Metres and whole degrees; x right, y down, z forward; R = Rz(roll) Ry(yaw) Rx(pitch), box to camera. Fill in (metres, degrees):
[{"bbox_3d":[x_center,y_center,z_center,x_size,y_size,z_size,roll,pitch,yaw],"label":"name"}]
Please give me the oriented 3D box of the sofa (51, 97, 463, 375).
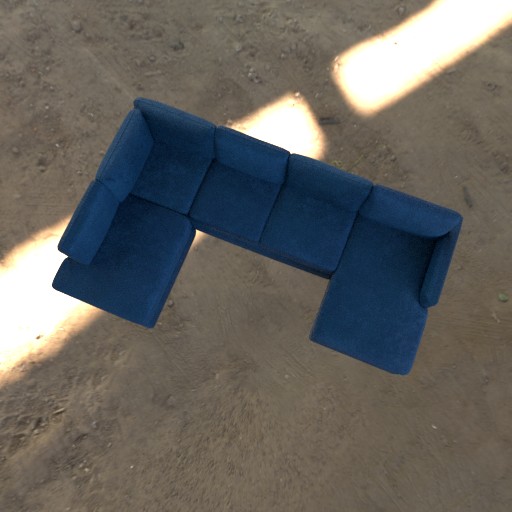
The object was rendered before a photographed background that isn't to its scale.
[{"bbox_3d":[0.000,0.000,4.306,3.434,0.992,2.055,21,77,5],"label":"sofa"}]
